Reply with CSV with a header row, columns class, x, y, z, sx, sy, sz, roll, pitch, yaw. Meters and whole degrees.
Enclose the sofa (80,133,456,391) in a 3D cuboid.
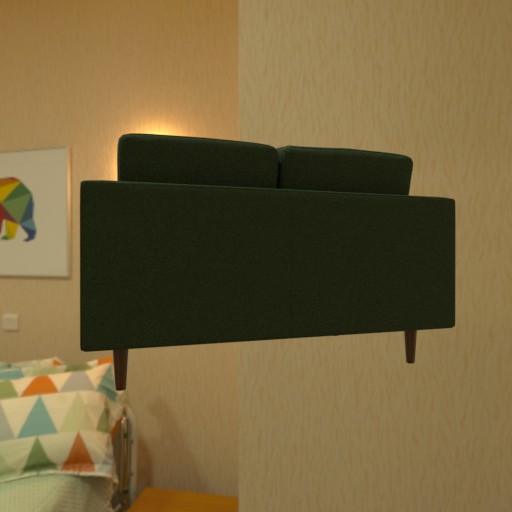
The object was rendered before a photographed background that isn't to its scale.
class,x,y,z,sx,sy,sz,roll,pitch,yaw
sofa,0.000,0.000,1.998,1.430,0.899,0.879,0,0,-18
